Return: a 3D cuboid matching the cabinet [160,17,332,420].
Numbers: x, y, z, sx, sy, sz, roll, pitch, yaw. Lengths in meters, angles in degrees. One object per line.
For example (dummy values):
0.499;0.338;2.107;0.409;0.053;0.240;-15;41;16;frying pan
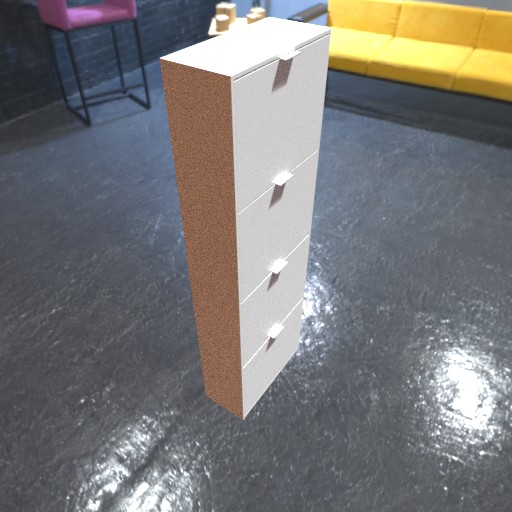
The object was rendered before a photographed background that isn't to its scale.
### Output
0.000;0.000;1.808;0.255;1.630;0.520;25;47;26;cabinet
